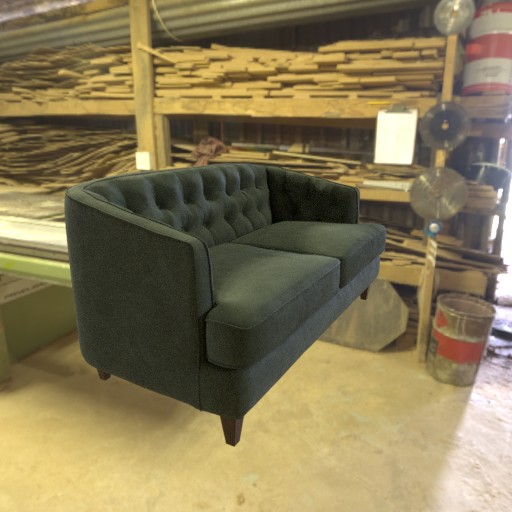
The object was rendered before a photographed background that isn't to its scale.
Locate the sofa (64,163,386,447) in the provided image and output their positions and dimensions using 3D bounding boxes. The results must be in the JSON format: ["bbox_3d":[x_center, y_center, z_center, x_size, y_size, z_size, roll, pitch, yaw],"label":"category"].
[{"bbox_3d":[0.000,0.000,2.240,0.941,0.855,1.733,8,17,28],"label":"sofa"}]
